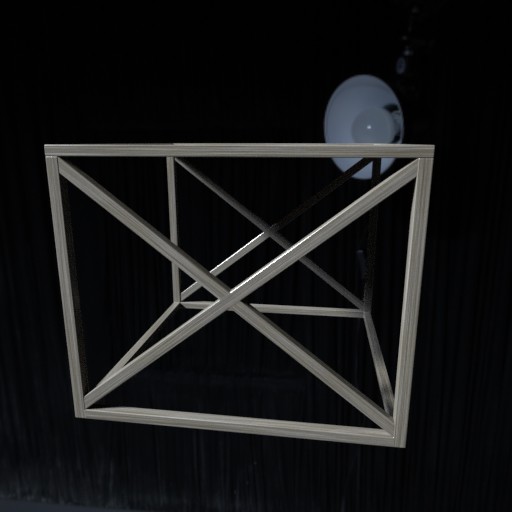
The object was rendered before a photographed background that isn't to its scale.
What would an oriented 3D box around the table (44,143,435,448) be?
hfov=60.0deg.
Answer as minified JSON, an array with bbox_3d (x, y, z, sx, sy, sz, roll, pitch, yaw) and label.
[{"bbox_3d":[0.000,0.000,1.035,0.611,0.507,0.609,2,15,8],"label":"table"}]
